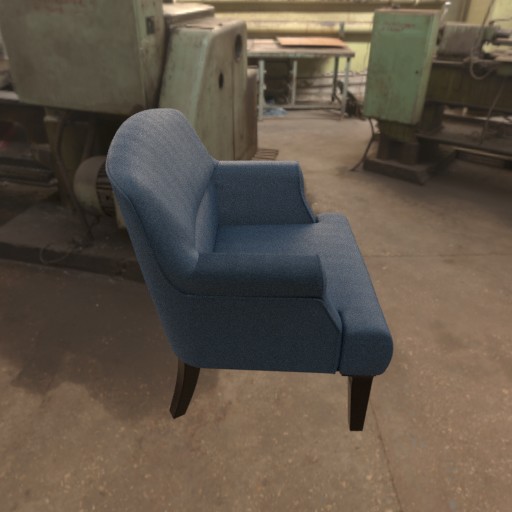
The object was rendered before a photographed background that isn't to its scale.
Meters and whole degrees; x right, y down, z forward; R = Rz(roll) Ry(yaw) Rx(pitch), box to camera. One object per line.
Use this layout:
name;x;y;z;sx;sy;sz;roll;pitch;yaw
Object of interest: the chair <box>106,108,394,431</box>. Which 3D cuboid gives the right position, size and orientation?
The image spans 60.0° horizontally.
chair;0.000;0.000;1.454;0.754;0.878;0.770;0;32;0
